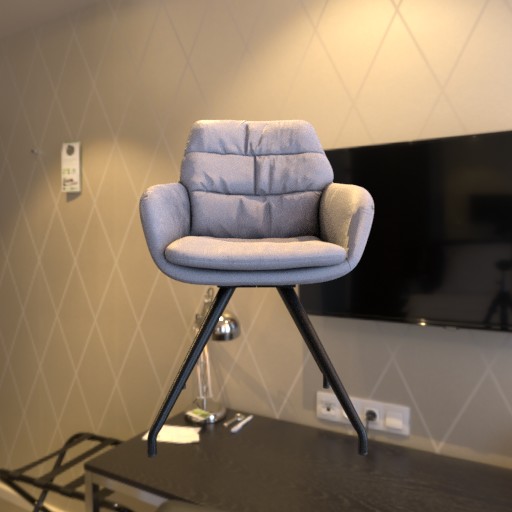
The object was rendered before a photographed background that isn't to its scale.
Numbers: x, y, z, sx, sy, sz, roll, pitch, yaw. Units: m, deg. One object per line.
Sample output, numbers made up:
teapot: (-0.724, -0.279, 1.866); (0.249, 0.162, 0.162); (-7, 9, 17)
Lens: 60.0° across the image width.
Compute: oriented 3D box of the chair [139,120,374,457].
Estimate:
chair: (0.000, 0.000, 1.249); (0.579, 0.888, 0.569); (0, 1, -1)
